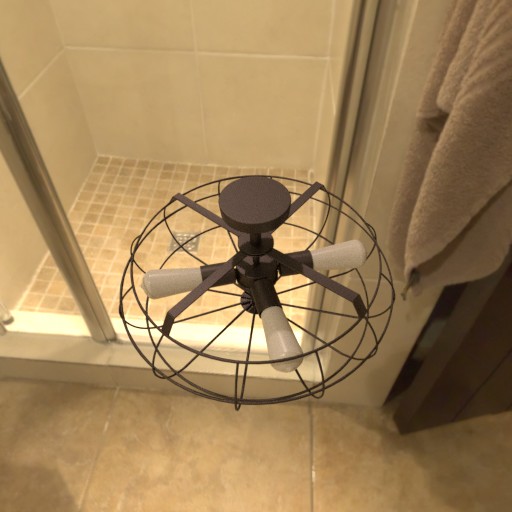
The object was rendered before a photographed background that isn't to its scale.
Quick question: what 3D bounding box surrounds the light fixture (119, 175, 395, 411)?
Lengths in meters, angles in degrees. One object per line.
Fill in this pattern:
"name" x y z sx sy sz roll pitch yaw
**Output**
"light fixture" 0.000 0.000 0.916 0.582 0.311 0.582 0 47 0
